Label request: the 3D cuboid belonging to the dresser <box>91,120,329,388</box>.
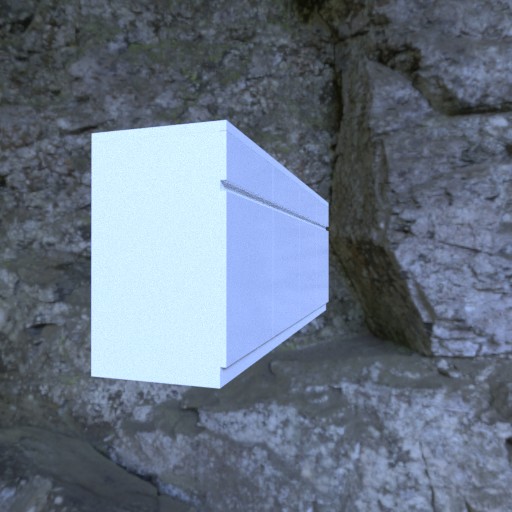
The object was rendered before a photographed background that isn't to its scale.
[{"bbox_3d":[0.000,0.000,2.506,0.500,0.840,2.200,0,0,18],"label":"dresser"}]
